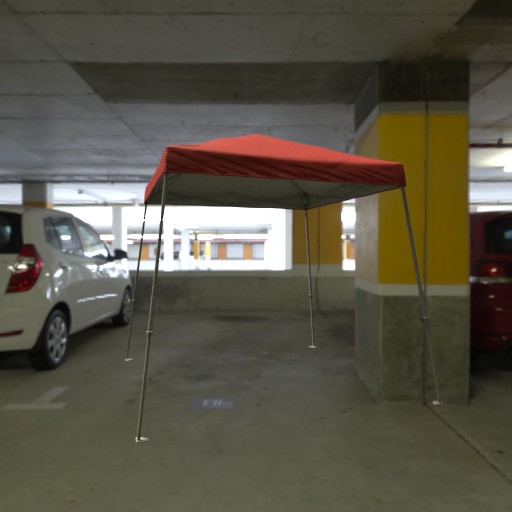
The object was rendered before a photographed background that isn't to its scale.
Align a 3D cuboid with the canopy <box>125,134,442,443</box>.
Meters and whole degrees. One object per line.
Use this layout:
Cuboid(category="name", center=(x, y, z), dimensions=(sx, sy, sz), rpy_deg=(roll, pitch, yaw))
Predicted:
Cuboid(category="canopy", center=(0.000, 0.000, 5.176), dimensions=(2.849, 2.849, 2.848), rpy_deg=(0, 0, -18))
